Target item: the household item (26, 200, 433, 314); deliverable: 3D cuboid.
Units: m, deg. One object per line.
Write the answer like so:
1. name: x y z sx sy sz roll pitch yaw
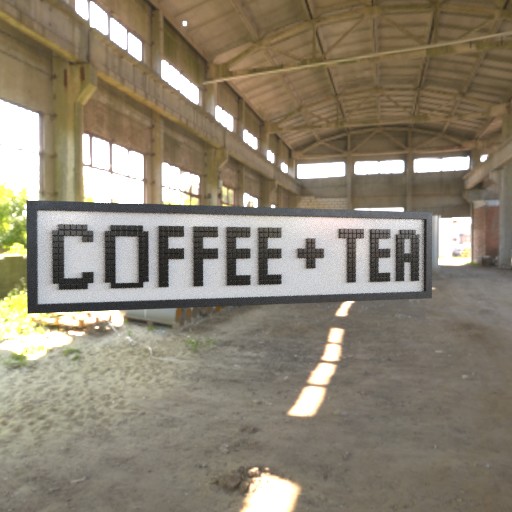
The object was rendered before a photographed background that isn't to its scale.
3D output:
1. household item: 0.000 0.000 1.078 1.001 0.236 0.030 0 1 -17
